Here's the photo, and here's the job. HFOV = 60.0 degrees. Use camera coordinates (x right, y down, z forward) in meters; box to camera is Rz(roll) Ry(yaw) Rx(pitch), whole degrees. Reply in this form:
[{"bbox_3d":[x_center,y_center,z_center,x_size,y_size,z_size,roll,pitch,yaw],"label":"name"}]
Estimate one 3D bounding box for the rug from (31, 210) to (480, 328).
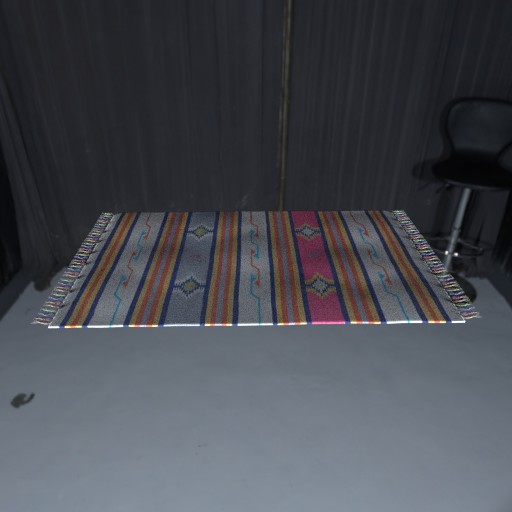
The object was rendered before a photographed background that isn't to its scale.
[{"bbox_3d":[0.000,0.000,2.253,1.849,0.013,1.084,-1,31,-1],"label":"rug"}]
